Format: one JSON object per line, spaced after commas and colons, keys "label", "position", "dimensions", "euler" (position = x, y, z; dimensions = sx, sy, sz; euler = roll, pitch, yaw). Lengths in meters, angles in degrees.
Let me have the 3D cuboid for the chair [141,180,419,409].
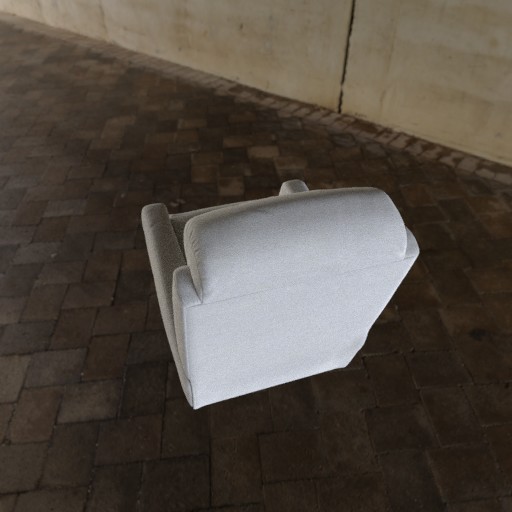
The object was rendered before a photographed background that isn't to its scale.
{"label": "chair", "position": [0.000, 0.000, 1.737], "dimensions": [0.798, 1.013, 1.043], "euler": [-12, 42, -13]}
